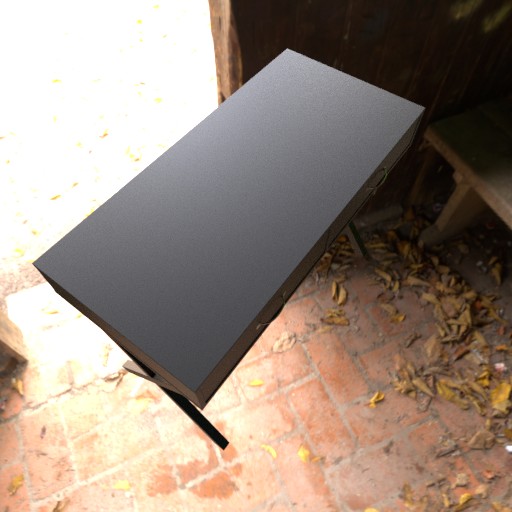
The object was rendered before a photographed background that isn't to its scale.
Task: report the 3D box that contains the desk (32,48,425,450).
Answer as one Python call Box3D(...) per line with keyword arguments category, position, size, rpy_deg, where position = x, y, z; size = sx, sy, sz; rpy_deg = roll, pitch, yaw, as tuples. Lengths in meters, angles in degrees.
Box3D(category="desk", position=(0.000, 0.000, 1.512), size=(0.525, 0.780, 1.057), rpy_deg=(32, 63, 19))
